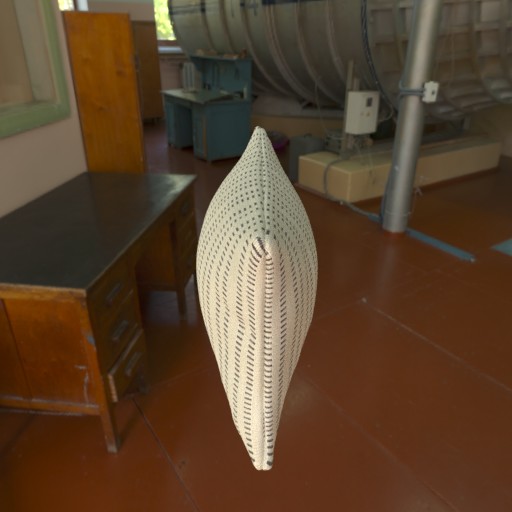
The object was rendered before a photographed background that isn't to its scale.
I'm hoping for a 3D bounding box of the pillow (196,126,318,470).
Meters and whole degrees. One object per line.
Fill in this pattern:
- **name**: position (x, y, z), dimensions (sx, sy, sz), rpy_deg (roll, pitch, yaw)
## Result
- **pillow**: position (0.000, 0.000, 0.812), dimensions (0.210, 0.353, 0.640), rpy_deg (0, 27, 0)
